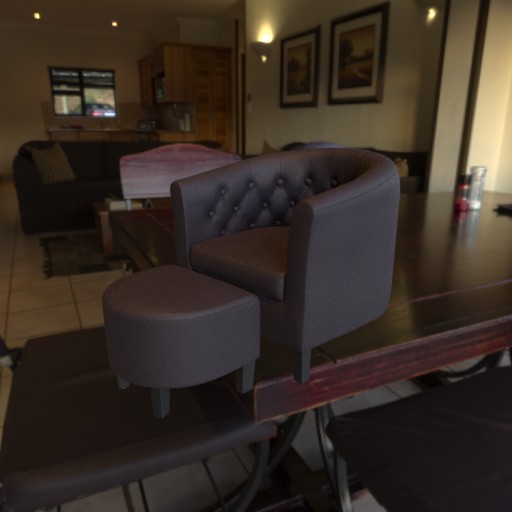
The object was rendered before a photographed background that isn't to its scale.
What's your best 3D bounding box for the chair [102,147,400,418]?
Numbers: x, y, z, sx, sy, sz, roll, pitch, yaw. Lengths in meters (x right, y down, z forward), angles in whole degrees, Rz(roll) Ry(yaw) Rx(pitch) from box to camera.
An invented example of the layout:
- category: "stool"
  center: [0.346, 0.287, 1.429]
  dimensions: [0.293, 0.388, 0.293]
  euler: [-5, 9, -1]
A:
- category: "chair"
  center: [0.000, 0.000, 1.675]
  dimensions: [1.191, 0.760, 0.763]
  euler: [-16, 23, -43]
